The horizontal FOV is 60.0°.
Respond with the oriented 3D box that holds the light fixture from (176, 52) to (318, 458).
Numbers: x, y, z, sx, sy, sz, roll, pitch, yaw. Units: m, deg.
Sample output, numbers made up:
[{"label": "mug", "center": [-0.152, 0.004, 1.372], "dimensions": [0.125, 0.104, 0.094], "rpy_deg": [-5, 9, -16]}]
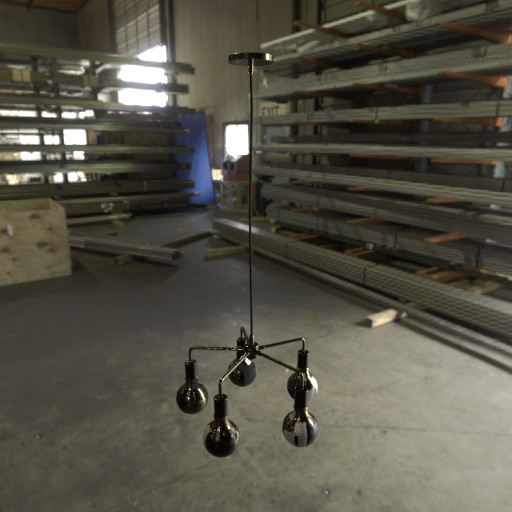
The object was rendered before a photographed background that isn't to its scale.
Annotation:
[{"label": "light fixture", "center": [0.000, 0.000, 1.183], "dimensions": [0.421, 0.988, 0.438], "rpy_deg": [13, 19, 42]}]
